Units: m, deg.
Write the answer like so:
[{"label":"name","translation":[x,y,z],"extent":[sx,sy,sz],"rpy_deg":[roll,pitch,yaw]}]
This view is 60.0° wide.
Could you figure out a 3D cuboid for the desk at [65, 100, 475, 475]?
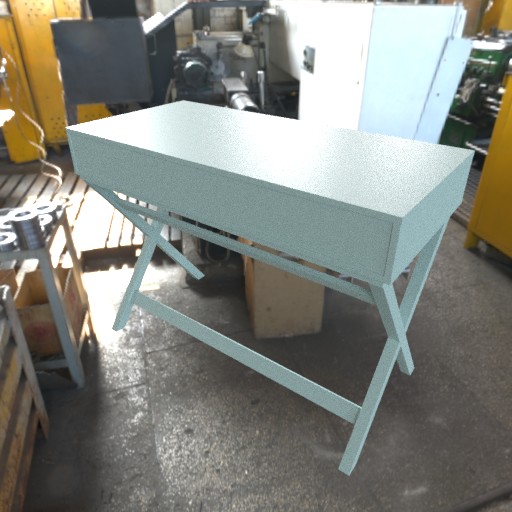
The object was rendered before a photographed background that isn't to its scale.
[{"label":"desk","translation":[0.000,0.000,1.454],"extent":[1.057,0.780,0.525],"rpy_deg":[21,36,31]}]
